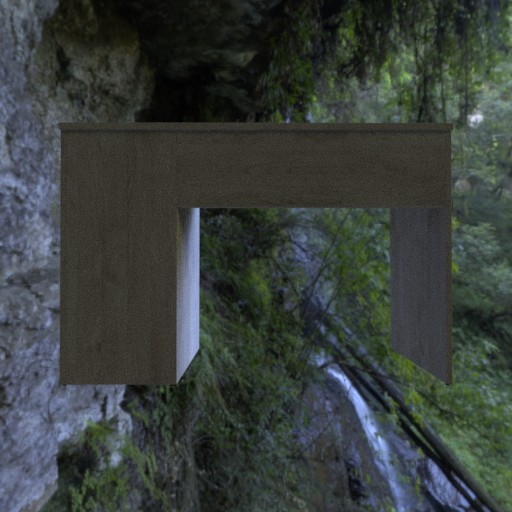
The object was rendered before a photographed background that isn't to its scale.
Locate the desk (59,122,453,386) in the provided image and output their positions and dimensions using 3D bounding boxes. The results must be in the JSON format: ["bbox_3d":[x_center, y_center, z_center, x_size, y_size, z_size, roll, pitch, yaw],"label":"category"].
[{"bbox_3d":[0.000,0.000,1.507,1.097,0.735,0.560,0,-1,0],"label":"desk"}]
